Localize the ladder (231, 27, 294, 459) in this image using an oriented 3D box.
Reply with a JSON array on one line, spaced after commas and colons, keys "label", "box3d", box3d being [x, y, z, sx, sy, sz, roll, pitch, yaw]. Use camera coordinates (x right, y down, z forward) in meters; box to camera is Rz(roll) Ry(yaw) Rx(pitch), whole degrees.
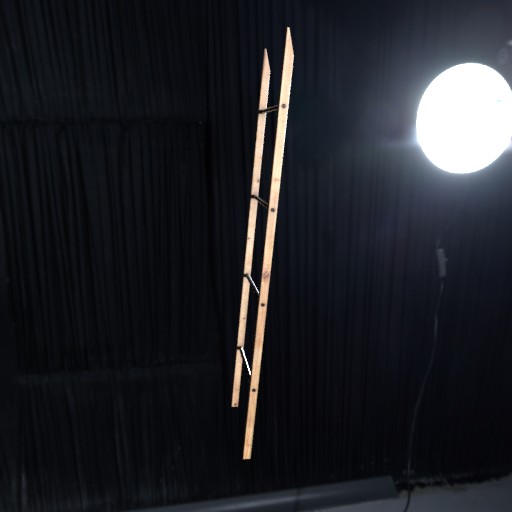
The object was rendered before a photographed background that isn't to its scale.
[{"label": "ladder", "box3d": [0.000, 0.000, 2.016, 0.200, 1.805, 0.442, -3, 15, -10]}]
